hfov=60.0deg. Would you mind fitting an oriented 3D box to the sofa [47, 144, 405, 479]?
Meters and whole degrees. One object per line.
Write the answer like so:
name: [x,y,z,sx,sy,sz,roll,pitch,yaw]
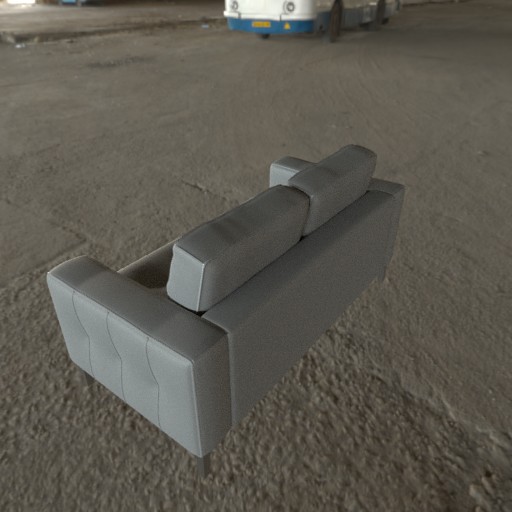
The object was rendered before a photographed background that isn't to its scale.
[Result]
sofa: [0.000,0.000,2.198,0.833,0.893,1.726,22,38,31]
